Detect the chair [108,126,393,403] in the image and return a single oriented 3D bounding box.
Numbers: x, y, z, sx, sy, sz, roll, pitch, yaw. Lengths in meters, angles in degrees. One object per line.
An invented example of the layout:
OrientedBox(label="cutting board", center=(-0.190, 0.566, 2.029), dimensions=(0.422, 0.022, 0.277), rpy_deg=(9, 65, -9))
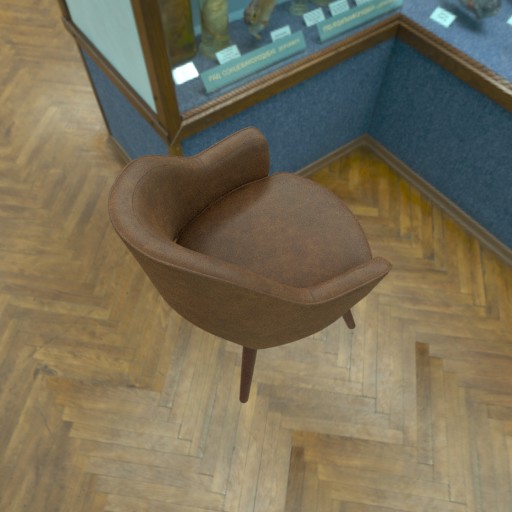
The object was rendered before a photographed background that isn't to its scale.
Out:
OrientedBox(label="chair", center=(0.000, 0.000, 1.254), dimensions=(0.640, 0.777, 0.591), rpy_deg=(-30, 63, -17))
